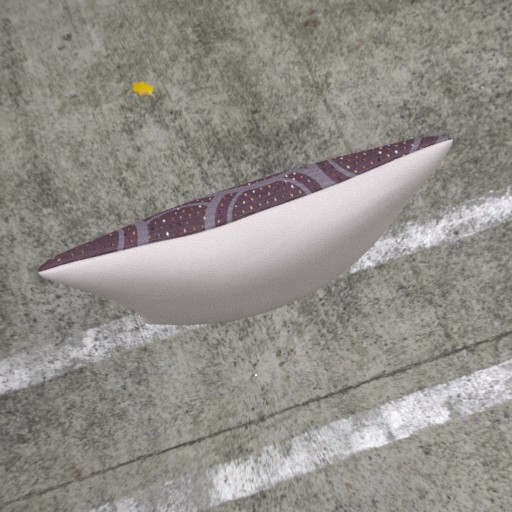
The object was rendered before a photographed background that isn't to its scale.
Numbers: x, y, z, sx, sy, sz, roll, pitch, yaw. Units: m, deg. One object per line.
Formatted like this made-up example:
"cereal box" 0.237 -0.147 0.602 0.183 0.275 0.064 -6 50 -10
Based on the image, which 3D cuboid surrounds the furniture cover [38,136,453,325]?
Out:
"furniture cover" 0.000 0.000 0.795 0.552 0.509 0.193 -18 76 -5
